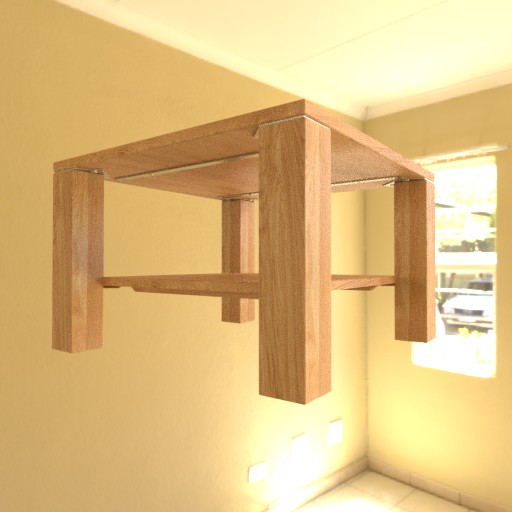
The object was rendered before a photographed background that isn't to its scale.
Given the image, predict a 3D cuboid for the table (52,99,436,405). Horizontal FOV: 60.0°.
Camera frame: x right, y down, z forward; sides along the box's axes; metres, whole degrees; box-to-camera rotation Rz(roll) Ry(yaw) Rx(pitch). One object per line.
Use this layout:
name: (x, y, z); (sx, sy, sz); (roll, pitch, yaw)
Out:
table: (0.000, 0.000, 1.137); (0.700, 0.450, 0.700); (-1, -1, 37)
